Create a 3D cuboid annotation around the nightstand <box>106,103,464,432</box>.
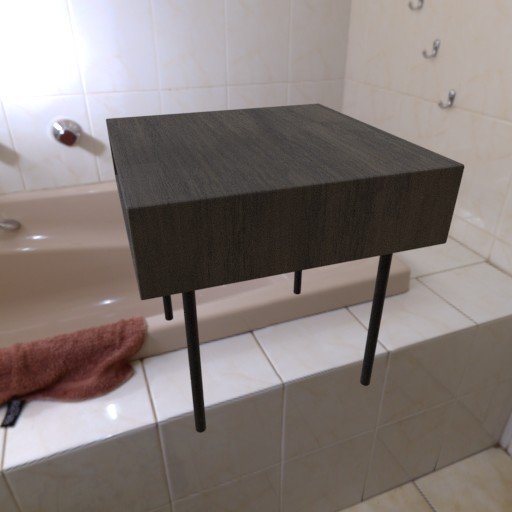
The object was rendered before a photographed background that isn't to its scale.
[{"bbox_3d":[0.000,0.000,0.931,0.503,0.497,0.502,-10,31,-17],"label":"nightstand"}]
